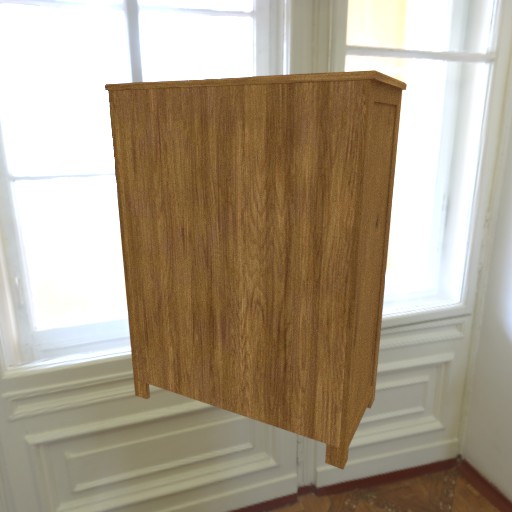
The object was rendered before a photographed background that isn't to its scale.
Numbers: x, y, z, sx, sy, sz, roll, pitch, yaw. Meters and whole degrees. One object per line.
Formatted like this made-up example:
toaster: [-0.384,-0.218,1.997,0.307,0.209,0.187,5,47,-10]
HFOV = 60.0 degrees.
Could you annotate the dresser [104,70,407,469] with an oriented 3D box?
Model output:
dresser: [0.000,0.000,1.971,1.081,1.431,0.558,9,19,26]
